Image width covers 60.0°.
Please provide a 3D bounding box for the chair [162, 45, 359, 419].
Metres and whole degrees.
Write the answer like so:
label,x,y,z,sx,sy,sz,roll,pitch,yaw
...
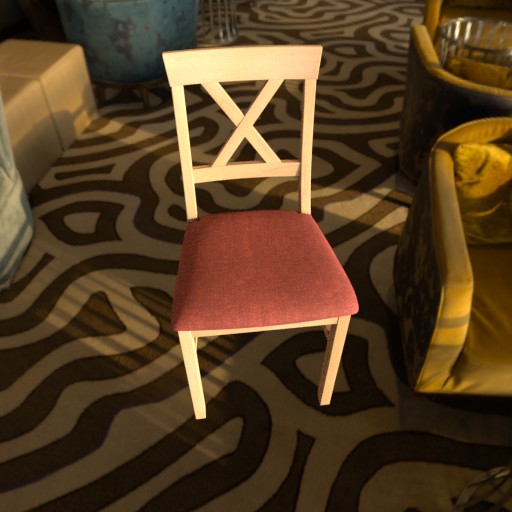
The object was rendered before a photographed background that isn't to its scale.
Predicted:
label,x,y,z,sx,sy,sz,roll,pitch,yaw
chair,0.000,0.000,1.188,0.439,0.912,0.492,-5,45,-5
